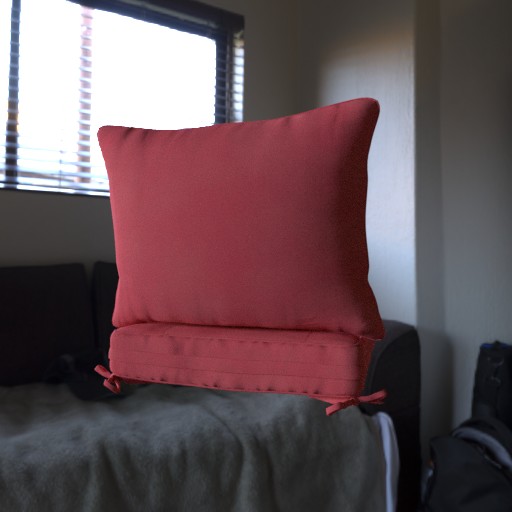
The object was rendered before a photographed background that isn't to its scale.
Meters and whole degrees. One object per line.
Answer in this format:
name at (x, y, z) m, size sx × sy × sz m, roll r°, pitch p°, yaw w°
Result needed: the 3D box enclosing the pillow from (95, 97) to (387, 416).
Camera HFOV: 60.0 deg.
pillow at (0.000, 0.000, 1.391) m, size 0.798 × 0.725 × 0.733 m, roll 0°, pitch -1°, yaw 18°
